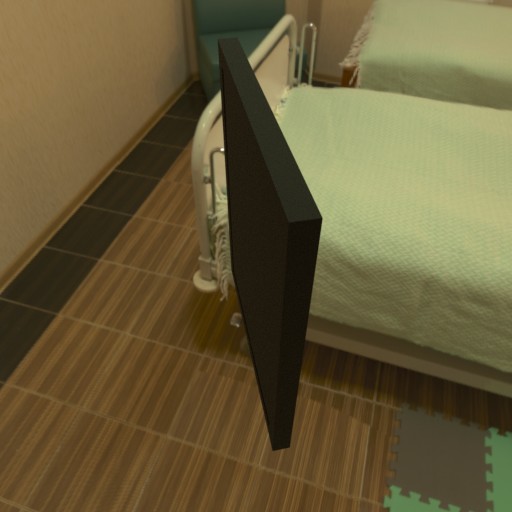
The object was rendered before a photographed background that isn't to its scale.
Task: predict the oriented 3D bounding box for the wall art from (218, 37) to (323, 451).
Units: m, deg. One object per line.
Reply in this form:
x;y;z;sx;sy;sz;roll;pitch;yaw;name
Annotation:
0.000;0.000;0.767;0.033;0.559;0.457;-8;47;-8;wall art
